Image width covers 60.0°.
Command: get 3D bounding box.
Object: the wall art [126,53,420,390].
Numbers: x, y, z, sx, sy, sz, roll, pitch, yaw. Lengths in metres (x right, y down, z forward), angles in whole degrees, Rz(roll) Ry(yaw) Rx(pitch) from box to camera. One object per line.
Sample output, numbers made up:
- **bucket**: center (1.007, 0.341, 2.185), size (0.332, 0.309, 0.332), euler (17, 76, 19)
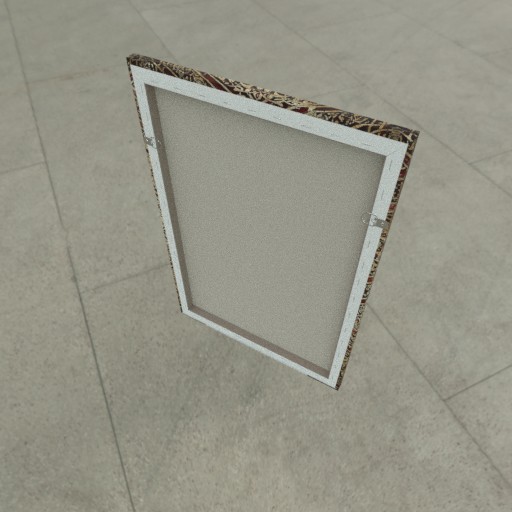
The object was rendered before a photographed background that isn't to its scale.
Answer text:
- **wall art**: center (0.000, 0.000, 1.149), size (0.599, 0.904, 0.030), euler (23, 52, 19)
